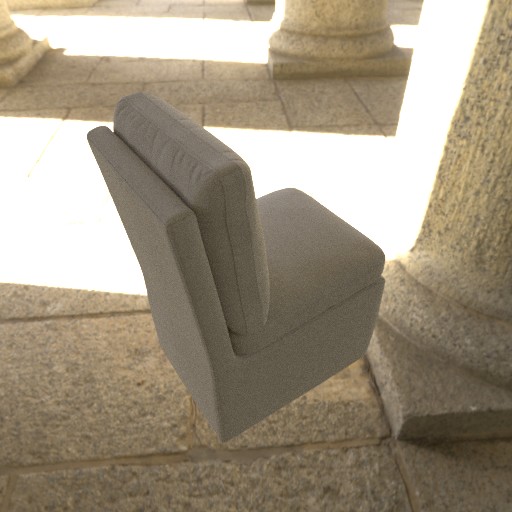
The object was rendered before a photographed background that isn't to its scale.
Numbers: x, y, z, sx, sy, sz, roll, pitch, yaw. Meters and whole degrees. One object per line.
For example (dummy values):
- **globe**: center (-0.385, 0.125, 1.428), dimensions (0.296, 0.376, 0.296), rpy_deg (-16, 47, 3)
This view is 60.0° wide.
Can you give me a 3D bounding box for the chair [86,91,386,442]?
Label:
- **chair**: center (0.000, 0.000, 1.328), dimensions (0.698, 0.927, 0.503), rpy_deg (-23, 45, -25)
